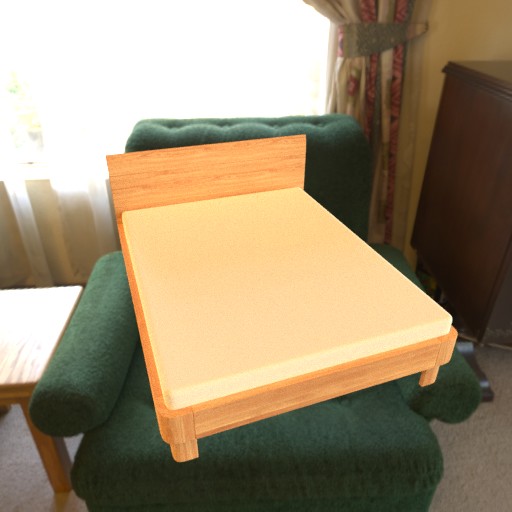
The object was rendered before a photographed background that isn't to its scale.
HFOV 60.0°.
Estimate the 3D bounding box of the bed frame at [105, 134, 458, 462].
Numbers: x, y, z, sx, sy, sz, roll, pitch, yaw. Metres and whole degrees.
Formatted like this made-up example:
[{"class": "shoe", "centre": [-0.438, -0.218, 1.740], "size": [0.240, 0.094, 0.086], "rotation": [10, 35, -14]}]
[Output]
[{"class": "bed frame", "centre": [0.000, 0.000, 2.979], "size": [1.660, 0.940, 2.092], "rotation": [-11, 32, -17]}]
